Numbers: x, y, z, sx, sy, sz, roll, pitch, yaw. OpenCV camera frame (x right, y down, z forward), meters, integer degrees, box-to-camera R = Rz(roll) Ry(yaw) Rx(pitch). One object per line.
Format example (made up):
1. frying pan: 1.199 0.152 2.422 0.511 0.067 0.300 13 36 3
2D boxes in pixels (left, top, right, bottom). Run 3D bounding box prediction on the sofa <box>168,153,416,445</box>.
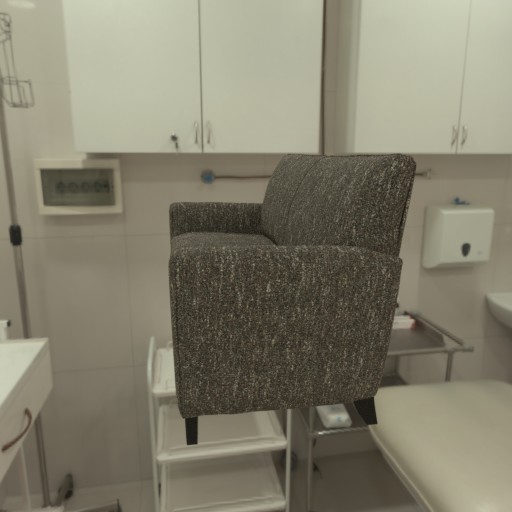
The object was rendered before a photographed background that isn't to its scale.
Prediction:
1. sofa: 0.000 0.000 2.089 0.801 0.946 1.519 -2 13 -11
